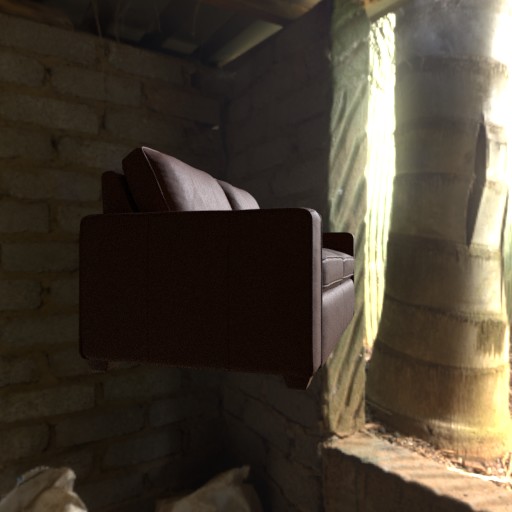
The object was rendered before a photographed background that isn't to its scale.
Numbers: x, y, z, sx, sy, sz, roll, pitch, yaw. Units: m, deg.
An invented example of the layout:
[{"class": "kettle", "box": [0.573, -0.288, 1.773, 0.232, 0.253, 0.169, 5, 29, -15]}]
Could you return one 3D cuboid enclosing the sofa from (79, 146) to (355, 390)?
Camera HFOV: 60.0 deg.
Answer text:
[{"class": "sofa", "box": [0.000, 0.000, 2.385, 0.947, 0.918, 1.709, 0, 0, 17]}]
